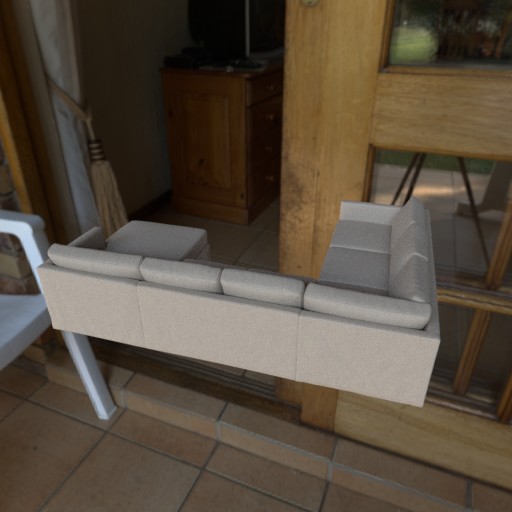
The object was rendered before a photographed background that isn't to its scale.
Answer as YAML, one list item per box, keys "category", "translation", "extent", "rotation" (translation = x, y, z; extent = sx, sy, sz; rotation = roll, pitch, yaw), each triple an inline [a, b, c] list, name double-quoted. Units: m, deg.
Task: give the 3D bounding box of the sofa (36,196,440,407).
- category: "sofa"
  translation: [0.000, 0.000, 4.674]
  extent: [3.460, 0.882, 2.427]
  rotation: [8, 31, 15]
